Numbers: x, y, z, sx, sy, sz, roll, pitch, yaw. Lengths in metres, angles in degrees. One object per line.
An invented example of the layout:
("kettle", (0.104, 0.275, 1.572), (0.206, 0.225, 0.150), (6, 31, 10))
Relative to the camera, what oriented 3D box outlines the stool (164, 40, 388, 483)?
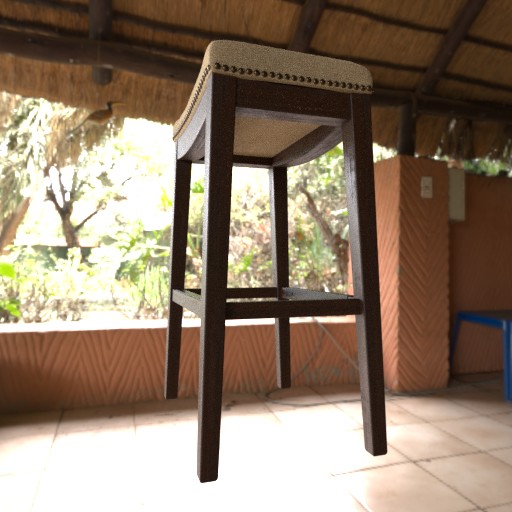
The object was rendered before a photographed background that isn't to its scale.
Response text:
("stool", (0.000, 0.000, 1.037), (0.363, 0.768, 0.509), (0, -1, -18))
